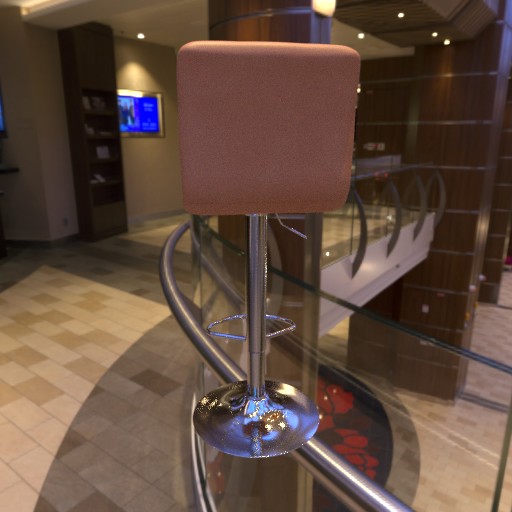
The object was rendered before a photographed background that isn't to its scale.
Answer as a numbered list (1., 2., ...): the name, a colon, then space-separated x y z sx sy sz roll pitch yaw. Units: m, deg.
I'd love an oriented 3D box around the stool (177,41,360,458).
1. stool: 0.000 0.000 1.354 0.430 1.115 0.505 -2 15 -9
